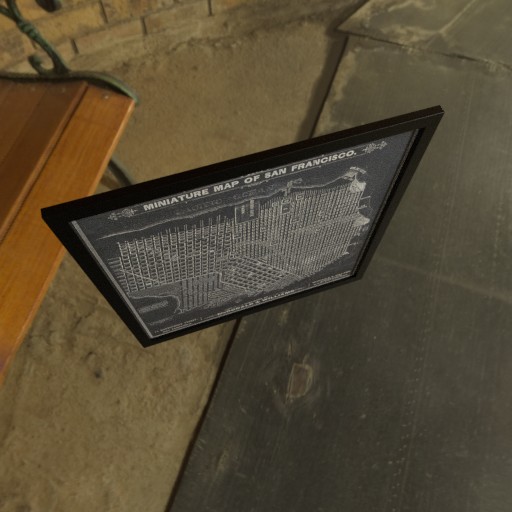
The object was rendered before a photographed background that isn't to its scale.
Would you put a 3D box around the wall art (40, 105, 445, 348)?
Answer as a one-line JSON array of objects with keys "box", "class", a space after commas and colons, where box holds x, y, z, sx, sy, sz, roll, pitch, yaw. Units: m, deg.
[{"box": [0.000, 0.000, 0.683, 0.457, 0.458, 0.012, -17, 63, -9], "class": "wall art"}]
